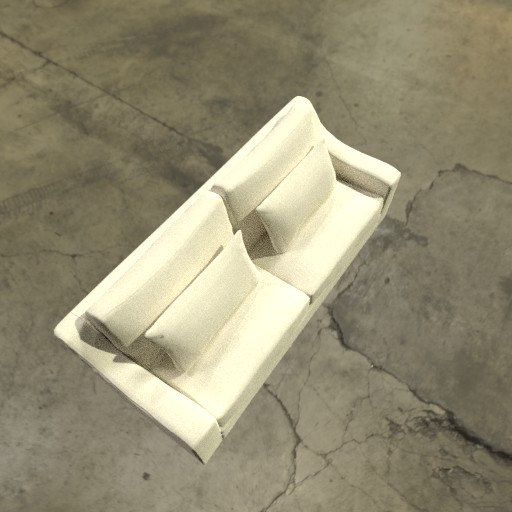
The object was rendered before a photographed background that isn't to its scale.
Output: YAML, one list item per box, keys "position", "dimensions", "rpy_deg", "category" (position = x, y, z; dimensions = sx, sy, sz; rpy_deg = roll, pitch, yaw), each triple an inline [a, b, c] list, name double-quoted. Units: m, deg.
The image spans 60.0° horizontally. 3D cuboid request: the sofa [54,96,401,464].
- position: [0.000, 0.000, 3.083]
  dimensions: [1.009, 1.022, 2.470]
  rpy_deg: [32, 63, 18]
  category: "sofa"
